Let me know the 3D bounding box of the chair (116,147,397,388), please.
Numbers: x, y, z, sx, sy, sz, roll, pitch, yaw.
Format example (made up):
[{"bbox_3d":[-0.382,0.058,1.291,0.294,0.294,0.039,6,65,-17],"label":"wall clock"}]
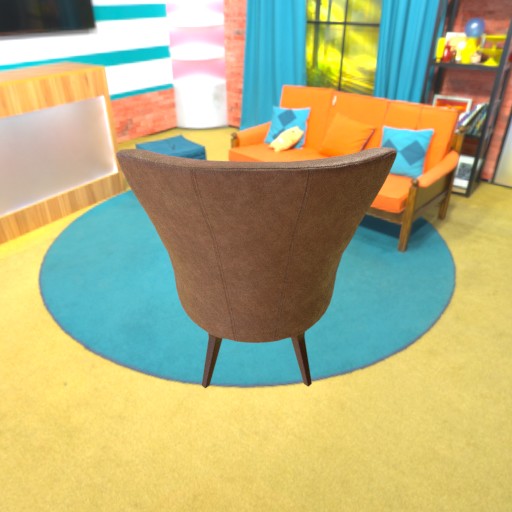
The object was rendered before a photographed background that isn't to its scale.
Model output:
[{"bbox_3d":[0.000,0.000,1.747,0.846,1.067,0.955,-1,31,-1],"label":"chair"}]
